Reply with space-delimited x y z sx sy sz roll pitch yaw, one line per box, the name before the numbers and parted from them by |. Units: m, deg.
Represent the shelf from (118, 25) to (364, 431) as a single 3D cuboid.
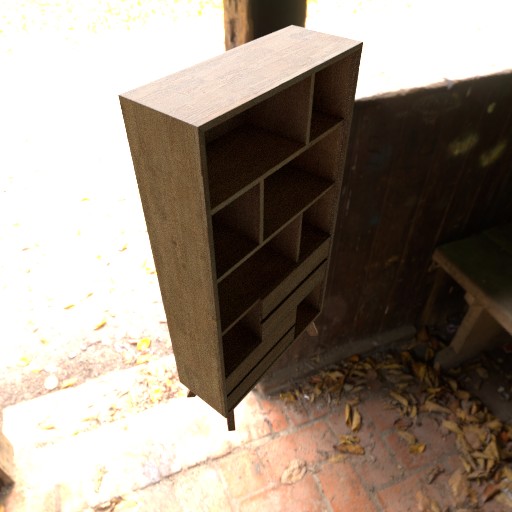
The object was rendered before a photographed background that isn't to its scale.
shelf | 0.000 0.000 1.751 0.308 1.471 0.748 29 50 27
